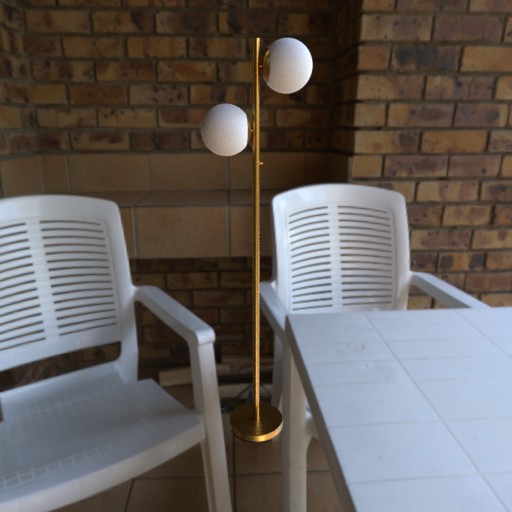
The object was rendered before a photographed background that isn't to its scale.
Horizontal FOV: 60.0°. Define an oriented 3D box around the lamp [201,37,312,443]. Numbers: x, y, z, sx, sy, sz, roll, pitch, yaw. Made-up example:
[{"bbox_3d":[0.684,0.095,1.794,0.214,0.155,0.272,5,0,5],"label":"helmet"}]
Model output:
[{"bbox_3d":[0.000,0.000,1.828,0.419,1.641,0.249,-3,17,-9],"label":"lamp"}]
